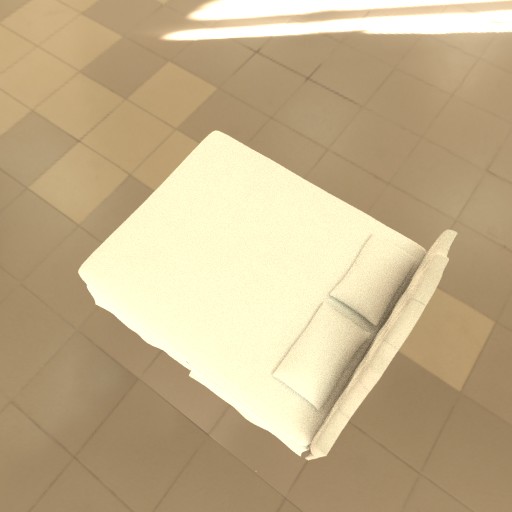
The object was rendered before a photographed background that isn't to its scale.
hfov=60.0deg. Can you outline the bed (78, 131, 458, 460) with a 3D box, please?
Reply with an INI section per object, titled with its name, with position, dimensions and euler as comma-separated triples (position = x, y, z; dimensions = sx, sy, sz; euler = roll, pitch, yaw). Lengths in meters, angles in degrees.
[bed]
position = 0.000, 0.000, 3.655
dimensions = 2.477, 1.617, 2.039
euler = 33, 68, 15
